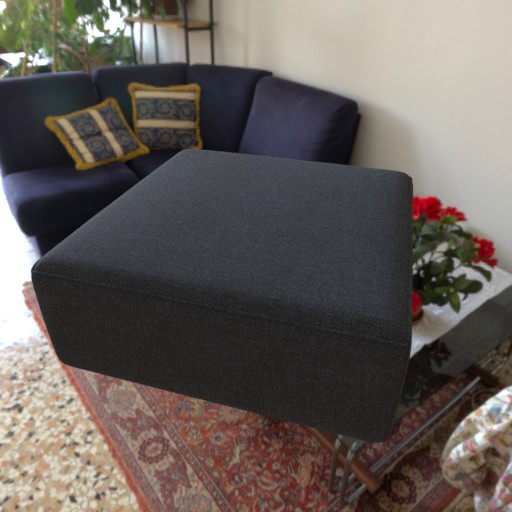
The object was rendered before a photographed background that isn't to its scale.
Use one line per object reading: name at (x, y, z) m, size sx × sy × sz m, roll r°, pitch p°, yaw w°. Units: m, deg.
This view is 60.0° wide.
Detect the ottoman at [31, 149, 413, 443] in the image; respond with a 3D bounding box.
ottoman at (0.000, 0.000, 1.530) m, size 1.000 × 0.439 × 1.000 m, roll 9°, pitch 34°, yaw 14°
